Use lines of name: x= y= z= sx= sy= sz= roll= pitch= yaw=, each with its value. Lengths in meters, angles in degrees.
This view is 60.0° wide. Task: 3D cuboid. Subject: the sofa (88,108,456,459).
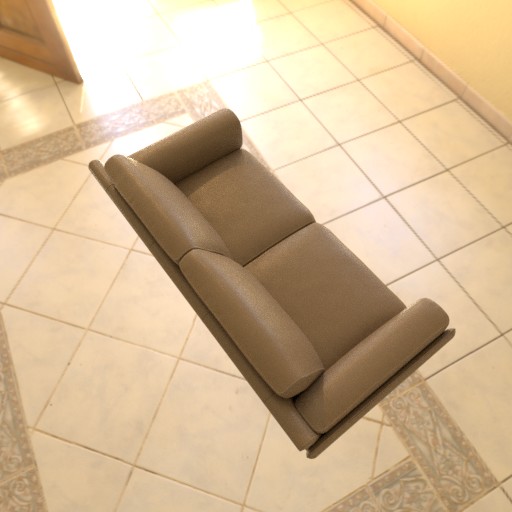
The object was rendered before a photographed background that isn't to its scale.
sofa: x=0.000 y=0.000 z=2.646 sx=1.049 sy=0.930 sz=2.101 roll=-33 pitch=64 yaw=-18
